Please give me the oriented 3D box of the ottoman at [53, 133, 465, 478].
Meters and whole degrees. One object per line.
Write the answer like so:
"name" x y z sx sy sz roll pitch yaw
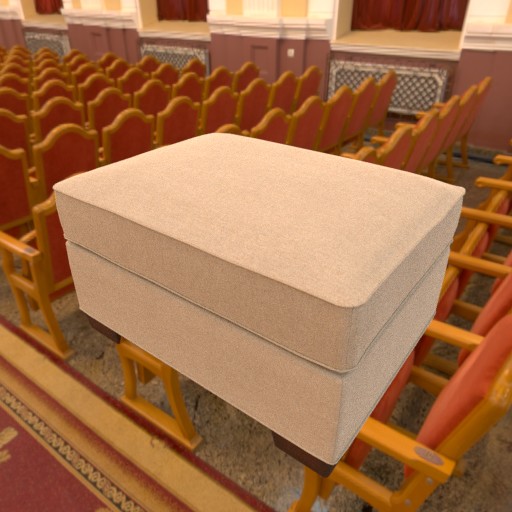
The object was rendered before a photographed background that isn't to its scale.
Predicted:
"ottoman" 0.000 0.000 1.187 0.846 0.503 0.617 21 37 31
